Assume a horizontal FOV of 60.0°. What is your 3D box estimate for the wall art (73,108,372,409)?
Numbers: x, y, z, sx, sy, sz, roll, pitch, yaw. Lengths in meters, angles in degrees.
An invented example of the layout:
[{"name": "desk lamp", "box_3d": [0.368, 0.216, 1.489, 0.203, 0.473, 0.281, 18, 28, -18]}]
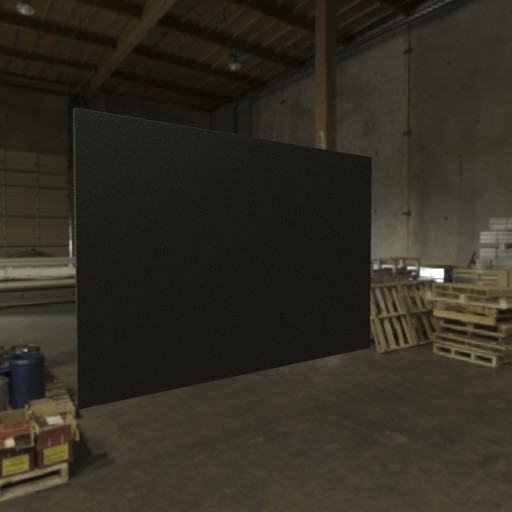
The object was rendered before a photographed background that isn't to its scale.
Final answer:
[{"name": "wall art", "box_3d": [0.000, 0.000, 1.538, 1.192, 0.811, 0.013, -1, 2, -36]}]
